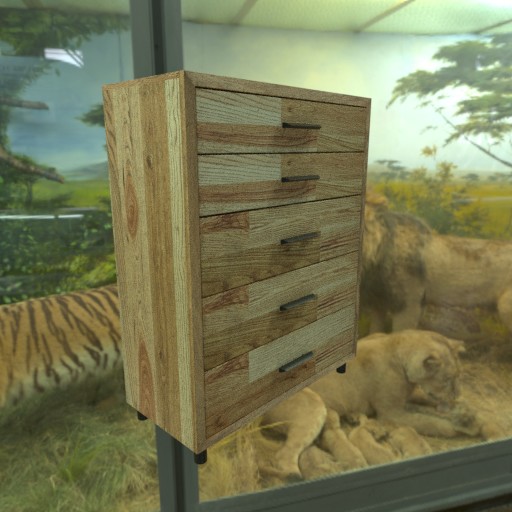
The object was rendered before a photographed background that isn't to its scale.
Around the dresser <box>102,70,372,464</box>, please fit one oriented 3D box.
[{"bbox_3d":[0.000,0.000,1.783,0.480,1.243,0.966,13,19,42],"label":"dresser"}]
